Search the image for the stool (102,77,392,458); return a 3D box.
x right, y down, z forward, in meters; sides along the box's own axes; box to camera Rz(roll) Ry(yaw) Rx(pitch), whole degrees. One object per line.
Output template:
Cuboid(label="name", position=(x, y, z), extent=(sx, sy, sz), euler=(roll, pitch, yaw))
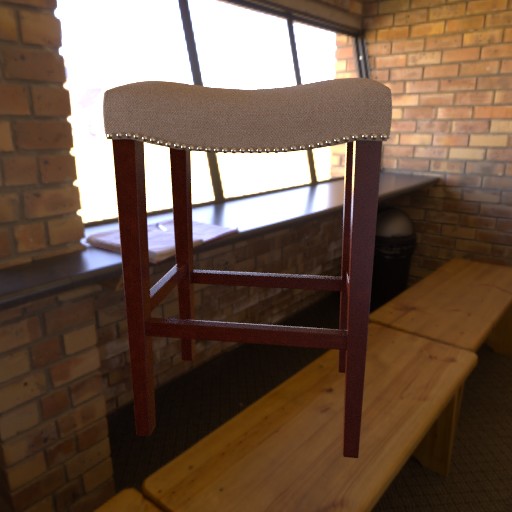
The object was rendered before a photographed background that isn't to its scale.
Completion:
Cuboid(label="stool", position=(0.000, 0.000, 1.009), extent=(0.504, 0.742, 0.372), euler=(2, 17, 8))
